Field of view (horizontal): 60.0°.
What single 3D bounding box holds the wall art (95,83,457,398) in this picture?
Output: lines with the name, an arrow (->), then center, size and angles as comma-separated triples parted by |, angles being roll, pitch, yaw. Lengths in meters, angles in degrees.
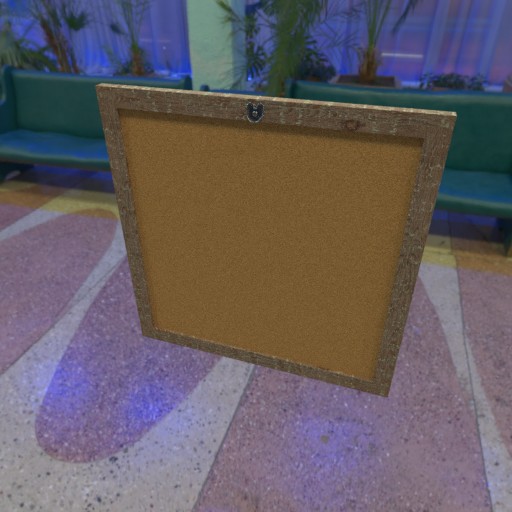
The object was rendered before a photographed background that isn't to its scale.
wall art -> 0.000, 0.000, 0.553 | 0.380, 0.380, 0.022 | 10, 35, 15
